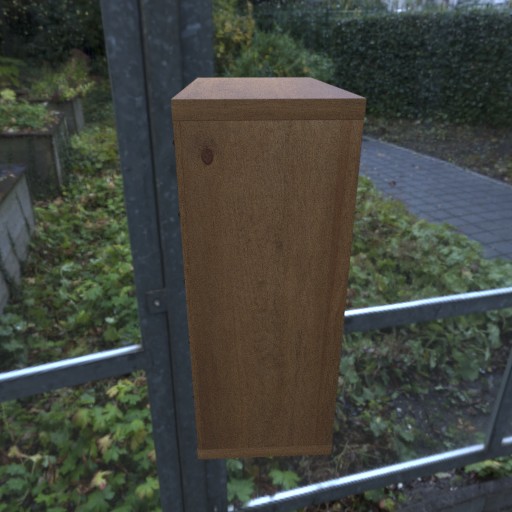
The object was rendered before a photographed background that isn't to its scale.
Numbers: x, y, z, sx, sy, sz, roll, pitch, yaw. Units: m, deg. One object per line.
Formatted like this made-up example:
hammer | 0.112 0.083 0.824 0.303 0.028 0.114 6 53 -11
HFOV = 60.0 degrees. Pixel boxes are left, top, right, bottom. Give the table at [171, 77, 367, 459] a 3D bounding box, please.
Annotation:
table | 0.000 0.000 1.798 0.524 1.294 0.901 -1 25 -2
